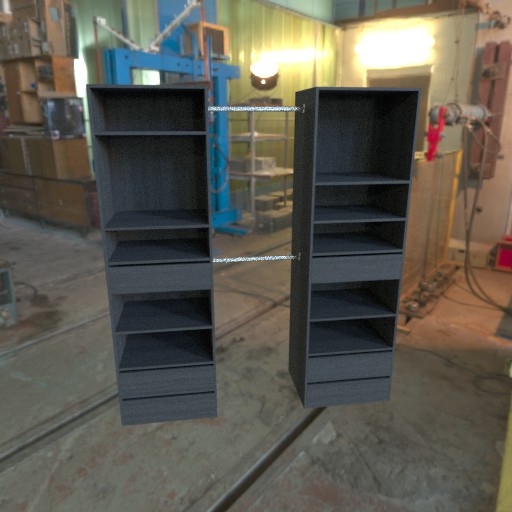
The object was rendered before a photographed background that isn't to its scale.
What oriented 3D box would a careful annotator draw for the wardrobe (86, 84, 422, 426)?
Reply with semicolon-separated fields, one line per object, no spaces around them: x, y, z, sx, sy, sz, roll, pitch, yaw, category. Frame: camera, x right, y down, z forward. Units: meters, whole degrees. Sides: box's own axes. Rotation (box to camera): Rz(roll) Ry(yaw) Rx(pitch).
0.000;0.000;2.832;1.770;2.000;0.480;-3;17;-8;wardrobe
